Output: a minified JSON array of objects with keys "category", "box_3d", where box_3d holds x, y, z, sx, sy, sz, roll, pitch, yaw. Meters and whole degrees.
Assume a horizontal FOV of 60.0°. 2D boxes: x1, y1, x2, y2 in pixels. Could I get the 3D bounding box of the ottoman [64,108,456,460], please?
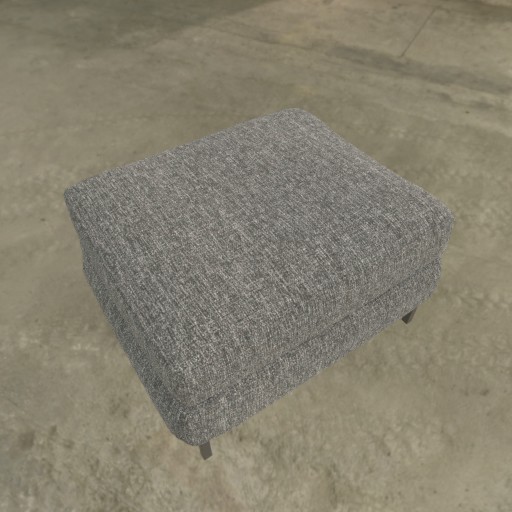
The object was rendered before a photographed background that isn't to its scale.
[{"category":"ottoman","box_3d":[0.000,0.000,1.218,0.828,0.480,0.683,-26,52,-23]}]
